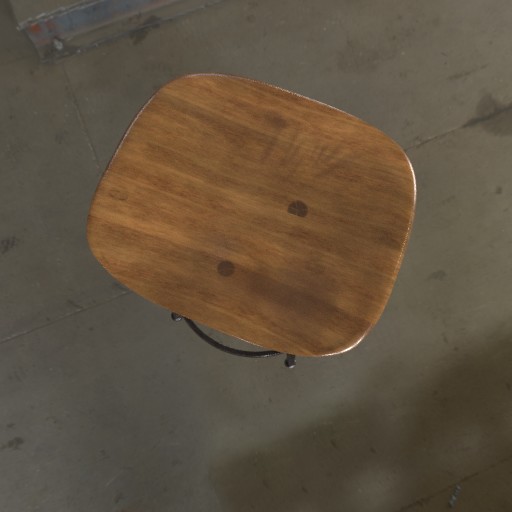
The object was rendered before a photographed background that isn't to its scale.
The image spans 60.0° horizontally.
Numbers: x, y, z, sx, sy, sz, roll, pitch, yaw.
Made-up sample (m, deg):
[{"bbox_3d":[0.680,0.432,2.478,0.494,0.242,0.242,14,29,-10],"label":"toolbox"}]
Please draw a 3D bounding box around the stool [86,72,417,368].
[{"bbox_3d":[0.000,0.000,0.951,0.432,0.694,0.424,22,78,5],"label":"stool"}]
